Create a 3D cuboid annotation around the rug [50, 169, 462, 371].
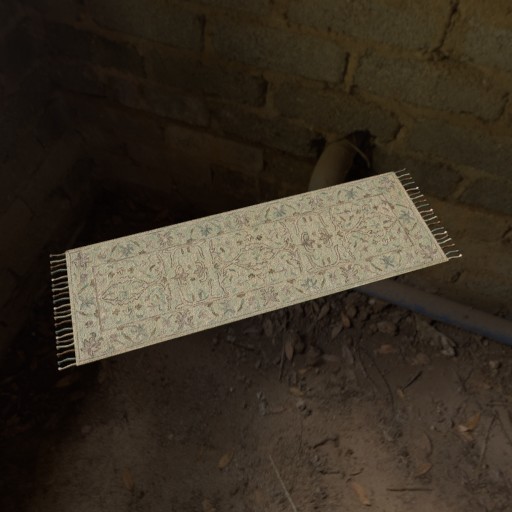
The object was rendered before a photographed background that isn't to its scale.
[{"bbox_3d":[0.000,0.000,2.742,2.440,0.013,0.769,-15,60,-9],"label":"rug"}]
